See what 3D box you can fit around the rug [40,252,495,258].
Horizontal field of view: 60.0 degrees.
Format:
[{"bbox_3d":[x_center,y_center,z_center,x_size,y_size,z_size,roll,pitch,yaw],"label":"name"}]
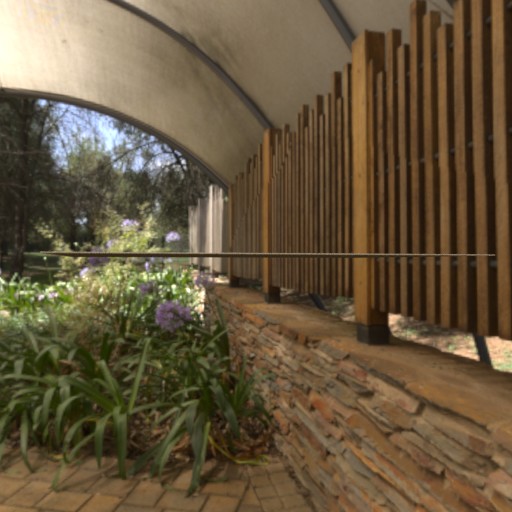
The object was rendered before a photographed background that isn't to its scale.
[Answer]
[{"bbox_3d":[0.000,0.000,2.811,2.289,0.006,1.523,0,-1,-18],"label":"rug"}]
